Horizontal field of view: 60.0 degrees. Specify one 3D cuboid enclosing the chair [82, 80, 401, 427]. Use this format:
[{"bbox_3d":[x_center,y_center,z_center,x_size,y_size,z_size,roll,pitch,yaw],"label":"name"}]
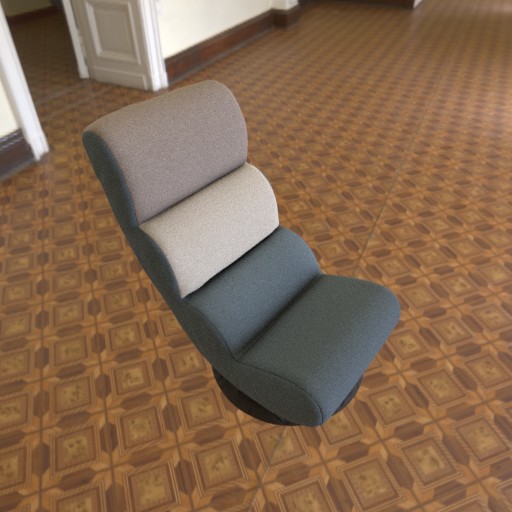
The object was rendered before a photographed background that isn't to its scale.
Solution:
[{"bbox_3d":[0.000,0.000,1.076,0.661,0.641,0.420,27,47,28],"label":"chair"}]
